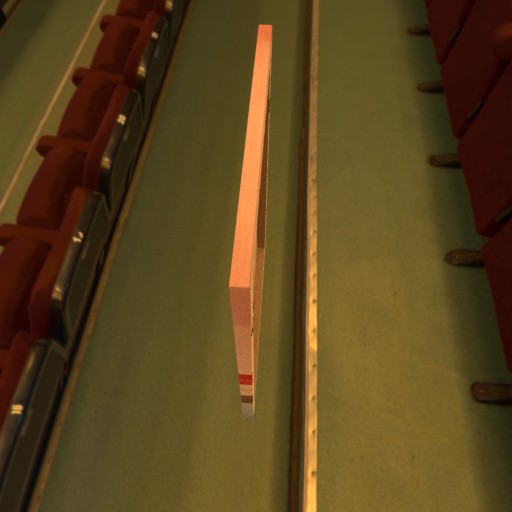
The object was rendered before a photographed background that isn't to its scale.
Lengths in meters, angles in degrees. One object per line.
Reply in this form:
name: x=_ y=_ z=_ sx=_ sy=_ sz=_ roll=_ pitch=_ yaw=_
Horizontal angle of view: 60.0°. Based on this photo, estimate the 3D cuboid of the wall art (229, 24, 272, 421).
wall art: x=0.000 y=0.000 z=1.363 sx=0.039 sy=1.016 sz=0.761 roll=3 pitch=58 yaw=2
